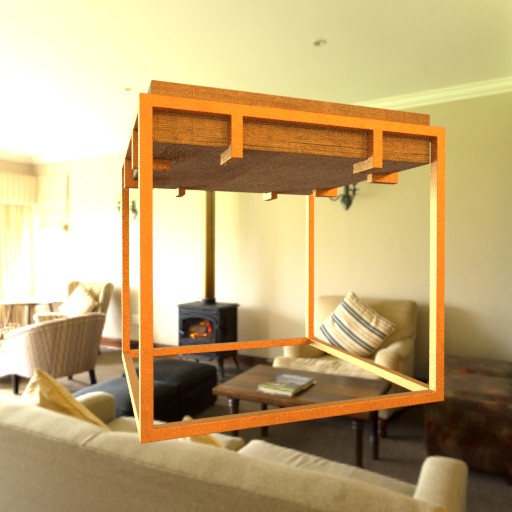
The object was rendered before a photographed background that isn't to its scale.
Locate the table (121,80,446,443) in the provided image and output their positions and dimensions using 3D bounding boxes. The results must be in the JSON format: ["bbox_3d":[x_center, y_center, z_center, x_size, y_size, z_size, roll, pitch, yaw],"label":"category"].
[{"bbox_3d":[0.000,0.000,1.080,0.599,0.584,0.599,0,1,-19],"label":"table"}]
